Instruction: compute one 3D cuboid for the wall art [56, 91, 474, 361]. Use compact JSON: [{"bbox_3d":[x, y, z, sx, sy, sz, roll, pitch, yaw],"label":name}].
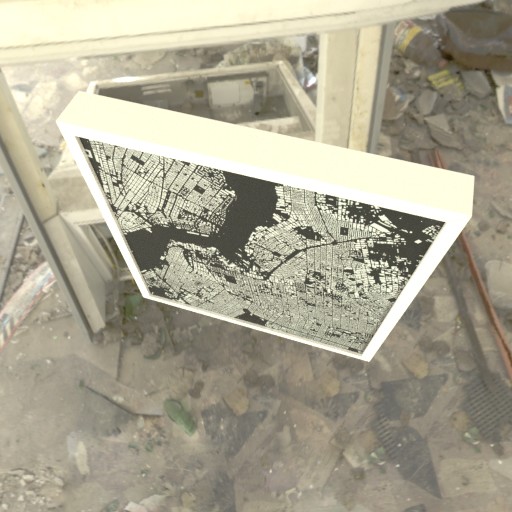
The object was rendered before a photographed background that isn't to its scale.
[{"bbox_3d":[0.000,0.000,0.451,0.305,0.305,0.037,15,60,9],"label":"wall art"}]
